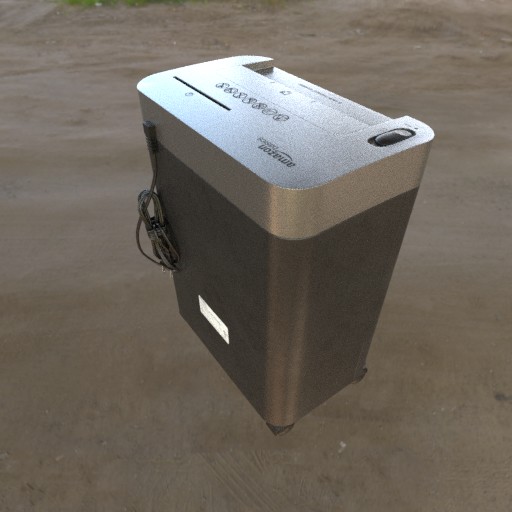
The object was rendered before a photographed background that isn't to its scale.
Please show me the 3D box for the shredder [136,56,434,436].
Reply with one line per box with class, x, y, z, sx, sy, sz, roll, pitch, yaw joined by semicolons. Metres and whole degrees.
shredder;0.000;0.000;0.600;0.237;0.419;0.311;-25;47;-26
